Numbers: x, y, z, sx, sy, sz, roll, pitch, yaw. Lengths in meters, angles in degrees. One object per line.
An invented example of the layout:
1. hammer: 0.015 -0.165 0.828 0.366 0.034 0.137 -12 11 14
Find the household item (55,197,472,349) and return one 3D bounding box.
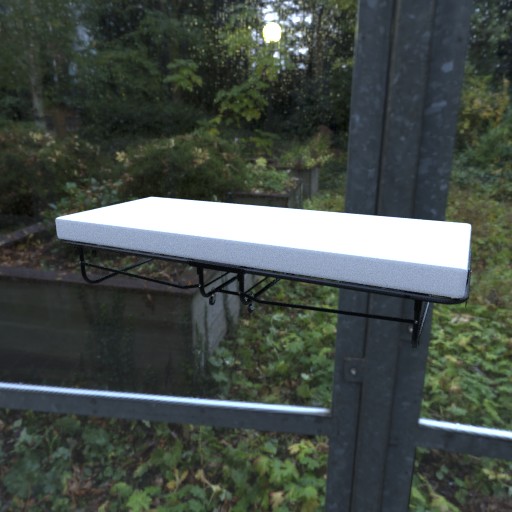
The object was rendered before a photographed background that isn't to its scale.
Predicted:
1. household item: 0.000 0.000 2.168 1.905 0.356 0.787 8 18 25
